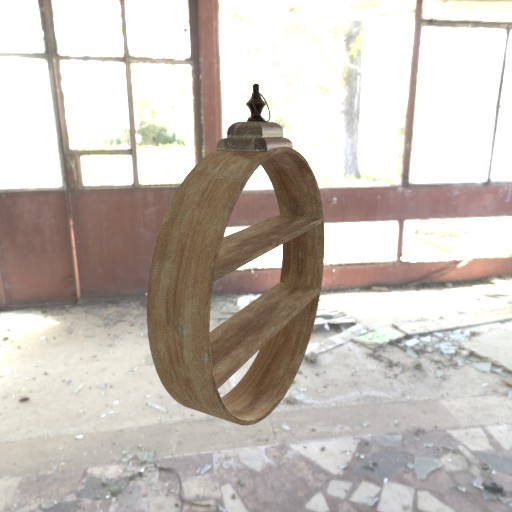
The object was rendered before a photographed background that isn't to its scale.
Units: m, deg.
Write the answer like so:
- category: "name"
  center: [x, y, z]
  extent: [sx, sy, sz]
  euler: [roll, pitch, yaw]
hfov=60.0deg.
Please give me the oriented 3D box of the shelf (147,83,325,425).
- category: "shelf"
  center: [0.000, 0.000, 0.995]
  extent: [0.125, 0.725, 0.601]
  euler: [8, 18, 26]
